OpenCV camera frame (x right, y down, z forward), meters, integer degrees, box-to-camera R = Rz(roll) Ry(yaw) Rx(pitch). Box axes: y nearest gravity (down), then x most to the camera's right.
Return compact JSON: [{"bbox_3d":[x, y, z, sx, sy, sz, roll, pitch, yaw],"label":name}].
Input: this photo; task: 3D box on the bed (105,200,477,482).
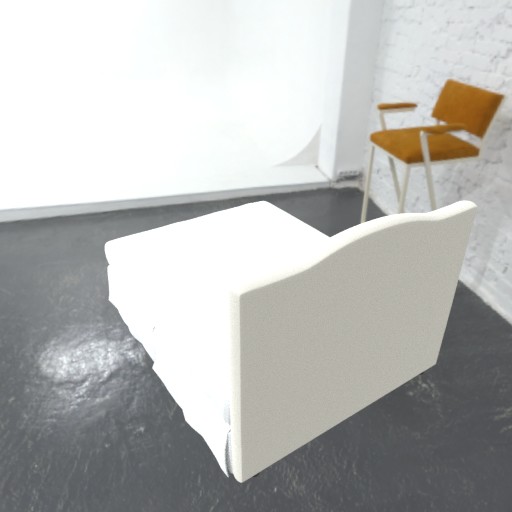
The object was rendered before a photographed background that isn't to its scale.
[{"bbox_3d":[0.000,0.000,3.388,1.821,1.436,2.282,-18,35,-29],"label":"bed"}]
